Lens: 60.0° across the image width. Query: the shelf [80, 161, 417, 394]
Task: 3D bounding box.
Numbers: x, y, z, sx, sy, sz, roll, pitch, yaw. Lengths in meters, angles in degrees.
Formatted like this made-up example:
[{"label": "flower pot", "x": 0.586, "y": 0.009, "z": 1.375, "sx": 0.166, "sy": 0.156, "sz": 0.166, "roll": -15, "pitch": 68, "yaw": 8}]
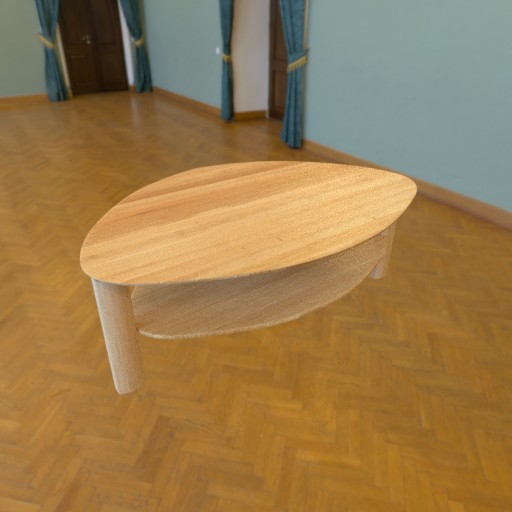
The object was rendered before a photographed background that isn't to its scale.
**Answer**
[{"label": "shelf", "x": 0.000, "y": 0.000, "z": 1.637, "sx": 1.246, "sy": 0.440, "sz": 0.845, "roll": -19, "pitch": 35, "yaw": -30}]
